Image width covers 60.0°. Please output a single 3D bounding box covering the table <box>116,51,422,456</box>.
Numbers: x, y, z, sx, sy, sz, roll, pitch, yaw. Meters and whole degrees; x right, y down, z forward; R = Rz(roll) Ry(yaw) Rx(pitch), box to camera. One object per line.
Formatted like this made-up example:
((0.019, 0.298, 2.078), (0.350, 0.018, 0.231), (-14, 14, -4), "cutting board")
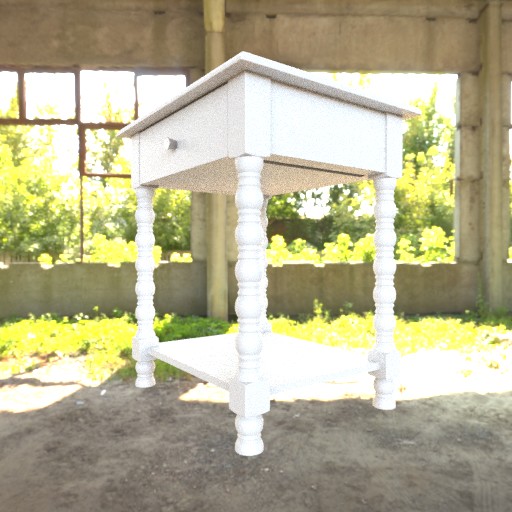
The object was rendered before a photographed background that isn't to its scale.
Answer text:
((0.000, 0.000, 0.847), (0.381, 0.531, 0.460), (0, 1, -36), "table")
